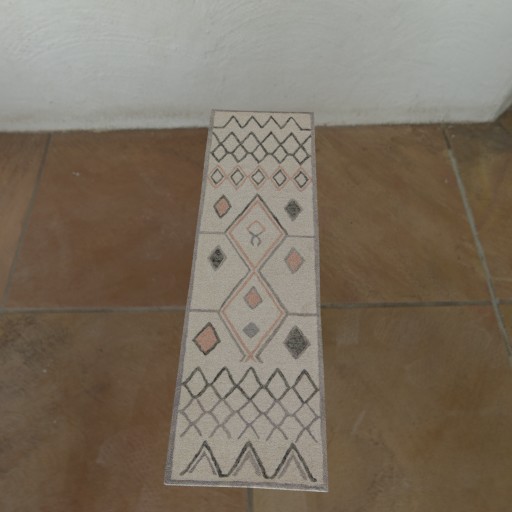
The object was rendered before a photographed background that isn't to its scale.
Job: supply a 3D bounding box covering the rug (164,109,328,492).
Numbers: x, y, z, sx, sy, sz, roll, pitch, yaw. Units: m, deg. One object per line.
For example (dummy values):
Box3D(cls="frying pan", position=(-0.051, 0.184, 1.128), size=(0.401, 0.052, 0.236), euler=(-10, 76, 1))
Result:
Box3D(cls="rug", position=(0.000, 0.000, 2.619), size=(0.750, 0.011, 2.435), euler=(2, 60, 1))
